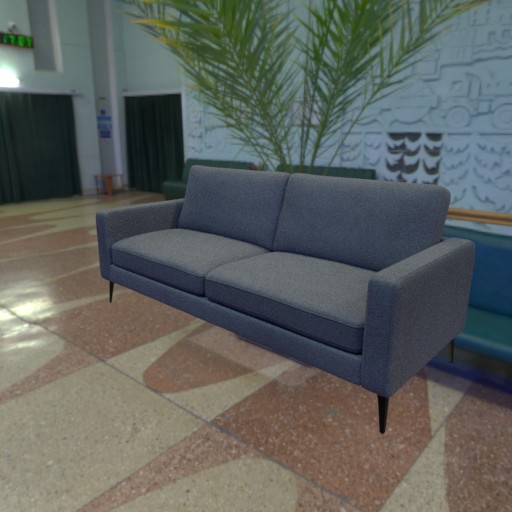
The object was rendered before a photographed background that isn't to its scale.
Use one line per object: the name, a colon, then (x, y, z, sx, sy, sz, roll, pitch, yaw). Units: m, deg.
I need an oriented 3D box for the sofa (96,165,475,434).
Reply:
sofa: (0.000, 0.000, 2.330, 1.925, 0.828, 0.774, 14, 21, 41)
